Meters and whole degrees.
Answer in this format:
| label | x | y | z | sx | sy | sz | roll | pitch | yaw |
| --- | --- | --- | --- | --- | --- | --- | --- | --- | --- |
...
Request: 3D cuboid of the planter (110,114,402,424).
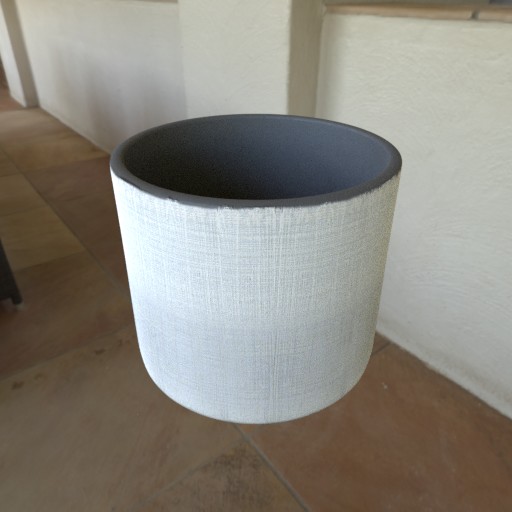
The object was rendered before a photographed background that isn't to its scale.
| label | x | y | z | sx | sy | sz | roll | pitch | yaw |
| --- | --- | --- | --- | --- | --- | --- | --- | --- | --- |
| planter | 0.000 | 0.000 | 0.399 | 0.226 | 0.201 | 0.226 | 0 | 31 | 0 |
